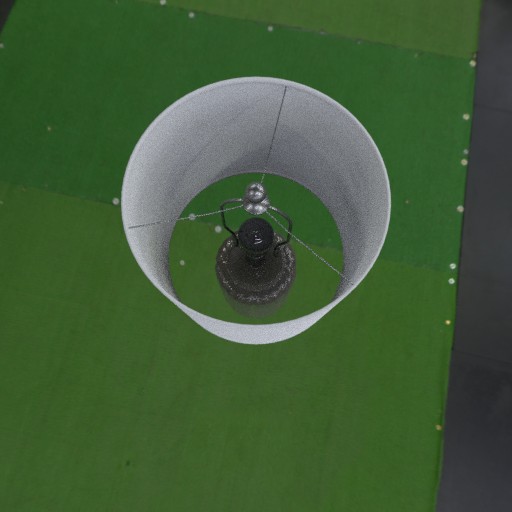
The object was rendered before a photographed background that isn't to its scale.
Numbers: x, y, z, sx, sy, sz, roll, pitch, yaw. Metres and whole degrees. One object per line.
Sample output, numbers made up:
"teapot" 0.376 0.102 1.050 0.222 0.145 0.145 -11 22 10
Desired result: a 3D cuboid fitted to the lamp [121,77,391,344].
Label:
"lamp" 0.000 0.000 0.515 0.203 0.389 0.203 14 76 4
